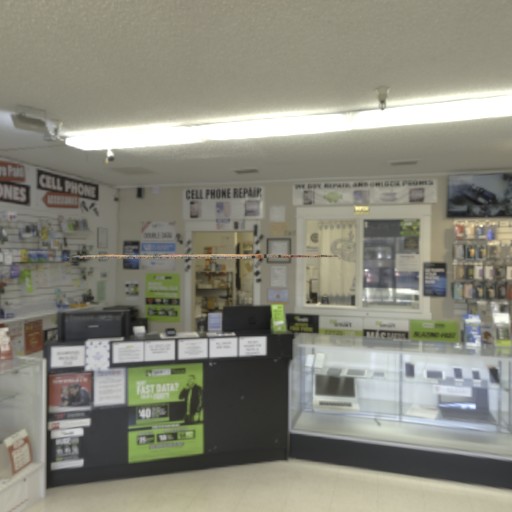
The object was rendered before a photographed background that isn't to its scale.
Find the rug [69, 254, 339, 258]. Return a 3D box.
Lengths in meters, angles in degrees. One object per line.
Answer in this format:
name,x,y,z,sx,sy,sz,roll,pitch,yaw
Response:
rug,0.000,0.000,2.709,0.695,0.017,2.455,0,0,18
